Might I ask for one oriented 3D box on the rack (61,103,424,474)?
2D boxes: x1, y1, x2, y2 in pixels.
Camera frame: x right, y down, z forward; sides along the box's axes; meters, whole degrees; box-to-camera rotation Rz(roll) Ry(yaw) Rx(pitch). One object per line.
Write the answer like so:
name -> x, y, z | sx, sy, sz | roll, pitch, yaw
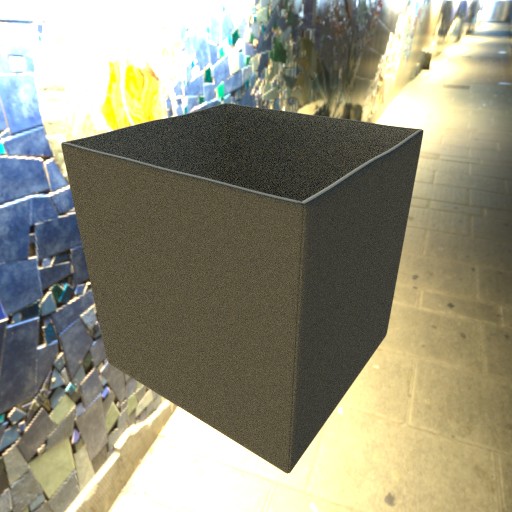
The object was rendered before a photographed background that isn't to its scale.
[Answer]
rack -> 0.000, 0.000, 0.513 | 0.270, 0.280, 0.270 | 19, 34, 30
